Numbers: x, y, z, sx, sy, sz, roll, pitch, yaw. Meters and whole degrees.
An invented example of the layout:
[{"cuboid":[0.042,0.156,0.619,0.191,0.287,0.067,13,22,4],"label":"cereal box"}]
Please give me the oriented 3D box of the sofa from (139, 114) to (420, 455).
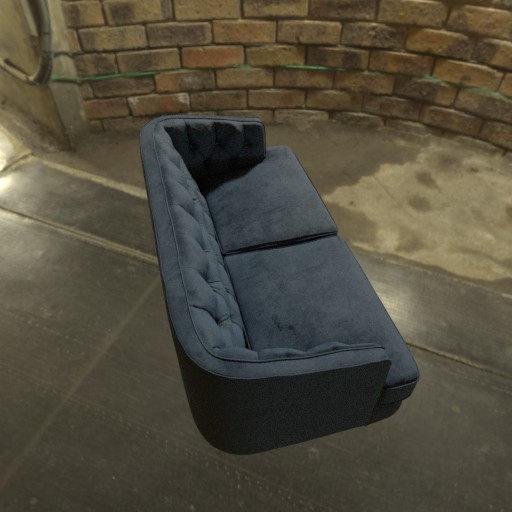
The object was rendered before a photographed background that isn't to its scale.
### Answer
[{"cuboid":[0.000,0.000,2.253,0.941,0.854,1.733,-11,48,-10],"label":"sofa"}]
